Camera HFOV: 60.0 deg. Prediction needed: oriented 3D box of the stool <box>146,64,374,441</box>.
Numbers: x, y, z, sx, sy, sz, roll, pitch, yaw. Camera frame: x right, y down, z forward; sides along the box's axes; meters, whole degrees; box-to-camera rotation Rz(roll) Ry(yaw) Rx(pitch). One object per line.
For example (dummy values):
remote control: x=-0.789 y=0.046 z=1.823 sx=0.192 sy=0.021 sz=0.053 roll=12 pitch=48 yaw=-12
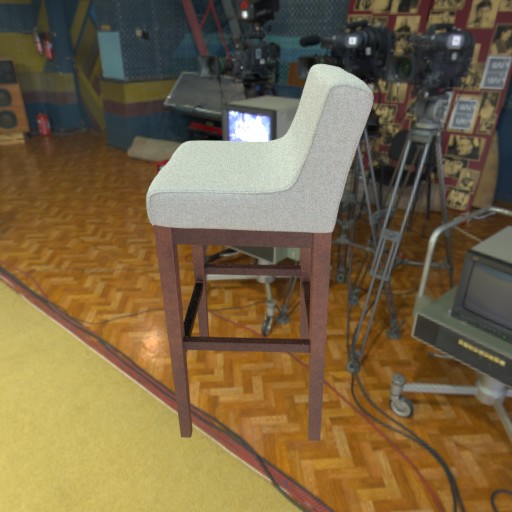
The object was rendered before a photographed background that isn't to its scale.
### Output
stool: x=0.000 y=0.000 z=1.332 sx=0.500 sy=1.037 sz=0.511 roll=1 pitch=27 yaw=2
